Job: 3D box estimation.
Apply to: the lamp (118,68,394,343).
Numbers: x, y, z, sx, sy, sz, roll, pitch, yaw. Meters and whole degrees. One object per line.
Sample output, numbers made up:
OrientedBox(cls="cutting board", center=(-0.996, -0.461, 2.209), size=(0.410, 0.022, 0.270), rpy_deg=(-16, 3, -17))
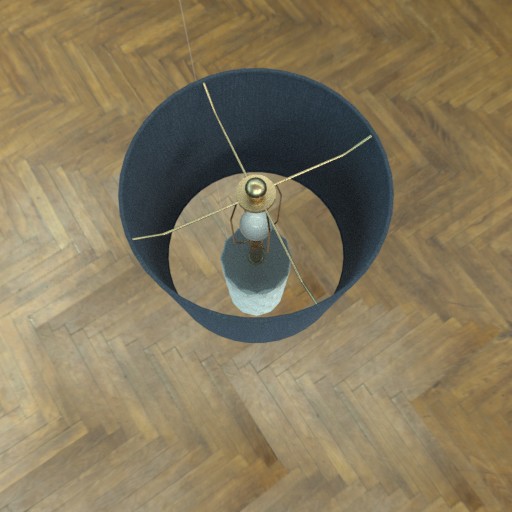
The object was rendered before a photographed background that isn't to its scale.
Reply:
OrientedBox(cls="lamp", center=(0.000, 0.000, 0.704), size=(0.277, 0.537, 0.277), rpy_deg=(13, 75, 4))
